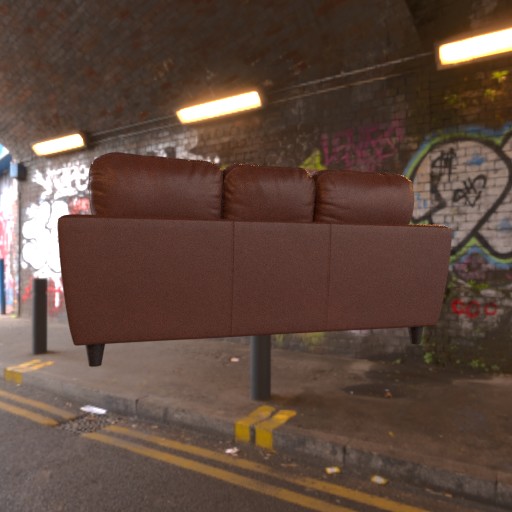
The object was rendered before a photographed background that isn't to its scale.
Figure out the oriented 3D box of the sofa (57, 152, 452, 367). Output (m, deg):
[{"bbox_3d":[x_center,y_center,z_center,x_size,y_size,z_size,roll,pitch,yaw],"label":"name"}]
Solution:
[{"bbox_3d":[0.000,0.000,2.337,1.862,0.915,0.802,0,-1,-18],"label":"sofa"}]
